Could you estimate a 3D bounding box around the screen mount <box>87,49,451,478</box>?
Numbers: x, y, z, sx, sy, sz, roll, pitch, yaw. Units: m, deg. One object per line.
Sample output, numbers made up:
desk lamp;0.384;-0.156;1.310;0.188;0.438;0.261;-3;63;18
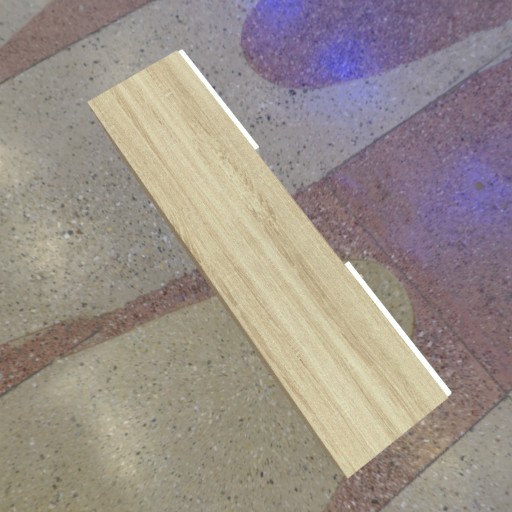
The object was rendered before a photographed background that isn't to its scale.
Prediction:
screen mount;0.000;0.000;1.727;0.420;0.570;1.500;-34;77;-9
